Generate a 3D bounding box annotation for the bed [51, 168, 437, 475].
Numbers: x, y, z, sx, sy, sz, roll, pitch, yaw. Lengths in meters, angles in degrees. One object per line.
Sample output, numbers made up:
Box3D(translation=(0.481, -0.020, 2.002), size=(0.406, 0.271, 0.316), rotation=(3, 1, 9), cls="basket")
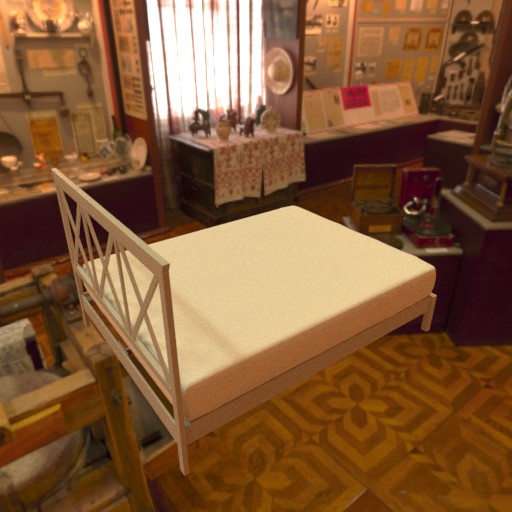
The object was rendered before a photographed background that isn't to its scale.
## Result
Box3D(translation=(0.000, 0.000, 3.177), size=(2.135, 1.253, 1.673), rotation=(-19, 32, -32), cls="bed")
